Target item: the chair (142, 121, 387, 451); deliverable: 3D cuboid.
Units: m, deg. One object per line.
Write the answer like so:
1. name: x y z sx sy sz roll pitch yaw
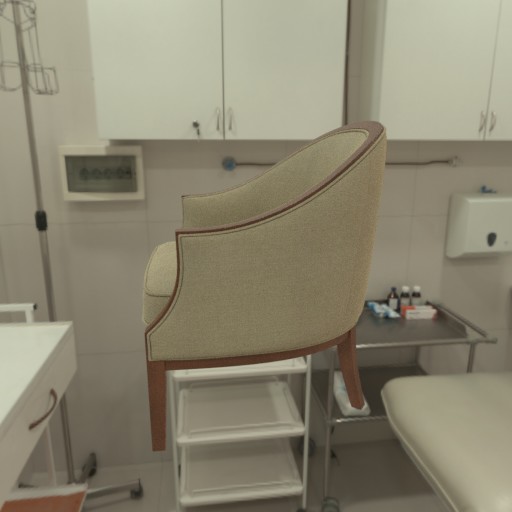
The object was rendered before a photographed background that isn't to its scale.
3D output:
1. chair: 0.000 0.000 1.497 0.735 0.876 0.803 -2 15 -8
